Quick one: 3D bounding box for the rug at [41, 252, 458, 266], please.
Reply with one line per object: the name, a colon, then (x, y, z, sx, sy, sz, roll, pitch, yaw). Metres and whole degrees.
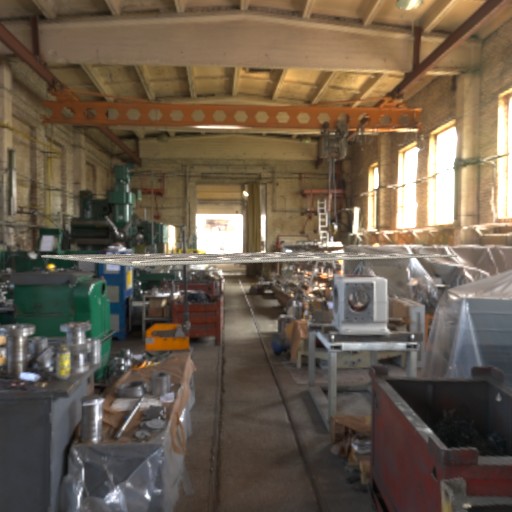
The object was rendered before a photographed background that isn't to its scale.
rug: (0.000, 0.000, 2.912, 2.294, 0.014, 1.528, -1, 2, -37)
